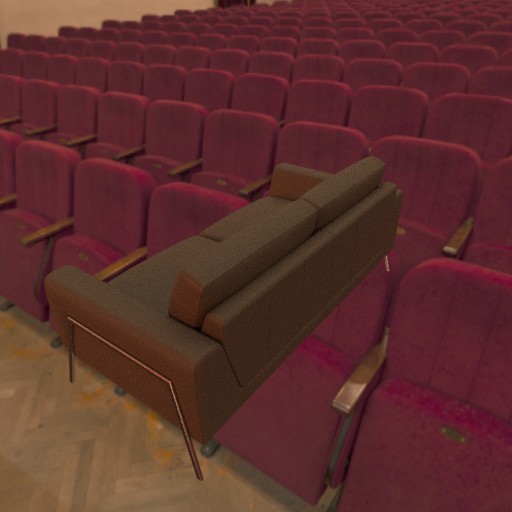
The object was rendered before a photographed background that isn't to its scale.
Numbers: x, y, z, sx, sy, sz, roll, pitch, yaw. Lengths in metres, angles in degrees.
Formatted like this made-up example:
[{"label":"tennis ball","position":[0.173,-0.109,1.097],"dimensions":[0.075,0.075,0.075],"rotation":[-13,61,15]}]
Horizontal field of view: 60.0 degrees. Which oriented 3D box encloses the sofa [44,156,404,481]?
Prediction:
[{"label":"sofa","position":[0.000,0.000,2.540],"dimensions":[0.953,0.875,2.017],"rotation":[21,36,31]}]
